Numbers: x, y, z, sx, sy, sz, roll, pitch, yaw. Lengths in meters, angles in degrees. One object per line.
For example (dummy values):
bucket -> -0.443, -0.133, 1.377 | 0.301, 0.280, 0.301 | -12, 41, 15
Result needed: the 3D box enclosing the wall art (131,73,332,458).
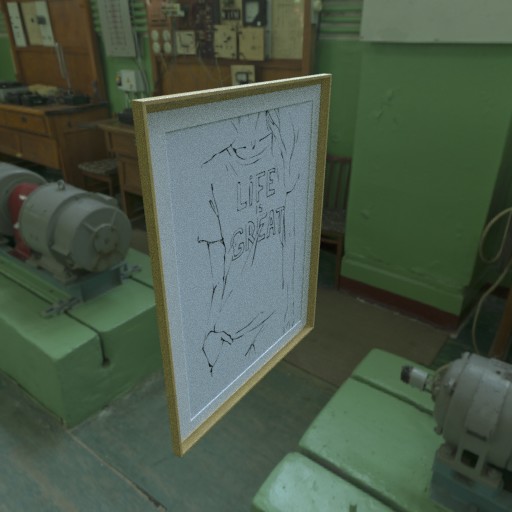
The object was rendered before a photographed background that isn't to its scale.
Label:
wall art -> 0.000, 0.000, 1.378 | 0.030, 1.002, 0.798 | 18, 32, 32
